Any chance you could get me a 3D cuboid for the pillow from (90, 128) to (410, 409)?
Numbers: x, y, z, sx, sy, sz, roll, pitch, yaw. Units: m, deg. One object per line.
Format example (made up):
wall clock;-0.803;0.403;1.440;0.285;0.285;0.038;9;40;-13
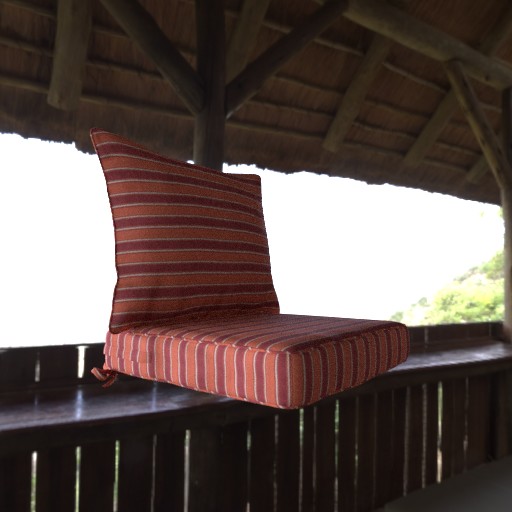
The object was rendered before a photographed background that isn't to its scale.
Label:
pillow;0.000;0.000;1.373;0.733;0.723;0.799;-2;-3;38
